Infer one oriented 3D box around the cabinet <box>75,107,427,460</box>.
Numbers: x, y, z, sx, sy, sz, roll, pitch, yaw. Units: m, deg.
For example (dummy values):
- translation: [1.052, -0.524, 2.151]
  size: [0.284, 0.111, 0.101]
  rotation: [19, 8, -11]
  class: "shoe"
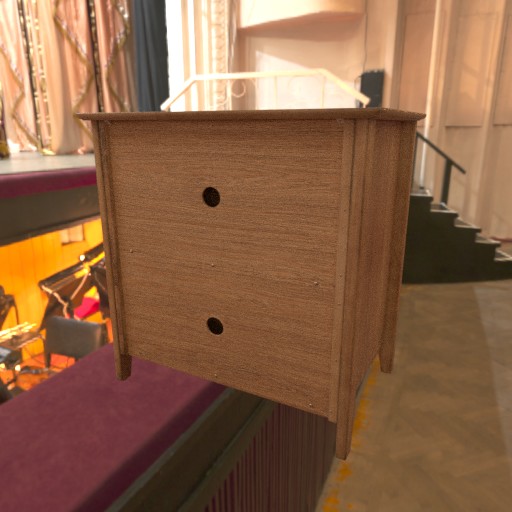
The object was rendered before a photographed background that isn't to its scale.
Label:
- translation: [0.000, 0.000, 1.245]
  size: [0.763, 0.762, 0.503]
  rotation: [9, 18, 27]
  class: "cabinet"
